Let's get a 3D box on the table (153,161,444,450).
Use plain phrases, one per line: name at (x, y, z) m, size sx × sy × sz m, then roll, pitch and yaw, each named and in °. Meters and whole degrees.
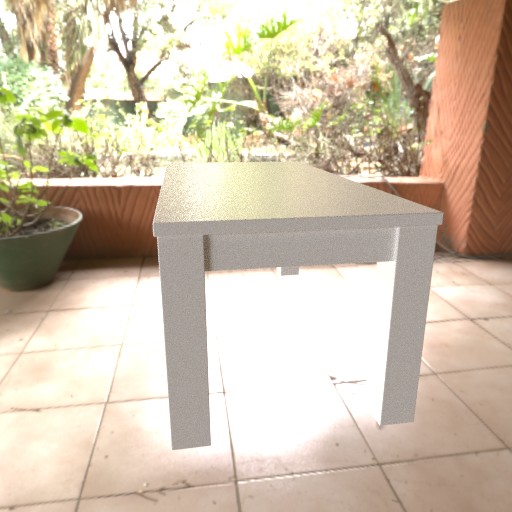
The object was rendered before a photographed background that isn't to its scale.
table at (0.000, 0.000, 2.292) m, size 0.900 × 0.790 × 1.800 m, roll -3°, pitch 17°, yaw -9°
